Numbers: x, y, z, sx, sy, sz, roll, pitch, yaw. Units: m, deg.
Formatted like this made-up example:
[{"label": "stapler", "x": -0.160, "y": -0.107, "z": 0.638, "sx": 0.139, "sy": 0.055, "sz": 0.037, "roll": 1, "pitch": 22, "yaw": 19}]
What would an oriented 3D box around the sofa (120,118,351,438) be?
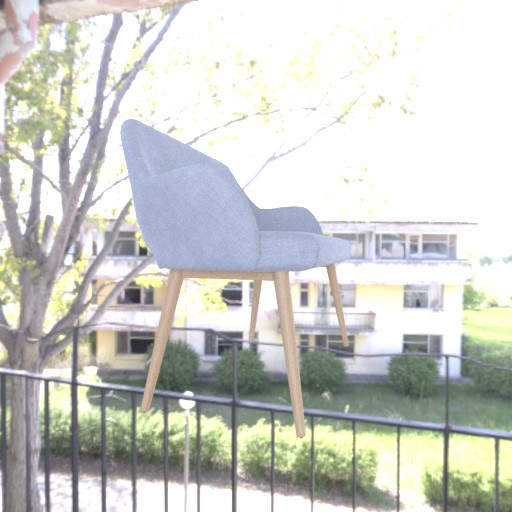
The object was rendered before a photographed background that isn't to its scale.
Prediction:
[{"label": "sofa", "x": 0.000, "y": 0.000, "z": 1.606, "sx": 0.610, "sy": 0.840, "sz": 1.150, "roll": 0, "pitch": 1, "yaw": 17}]
